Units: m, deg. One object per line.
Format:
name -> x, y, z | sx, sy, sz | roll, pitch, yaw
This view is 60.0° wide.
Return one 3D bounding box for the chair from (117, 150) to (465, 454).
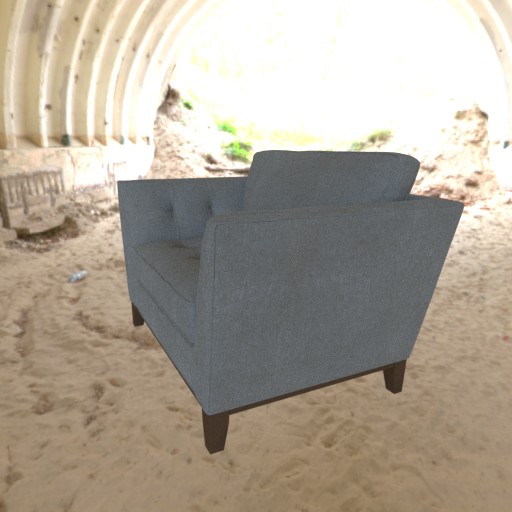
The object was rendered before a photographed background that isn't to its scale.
chair -> 0.000, 0.000, 2.032 | 0.965, 0.942, 1.396 | -7, 16, -26
